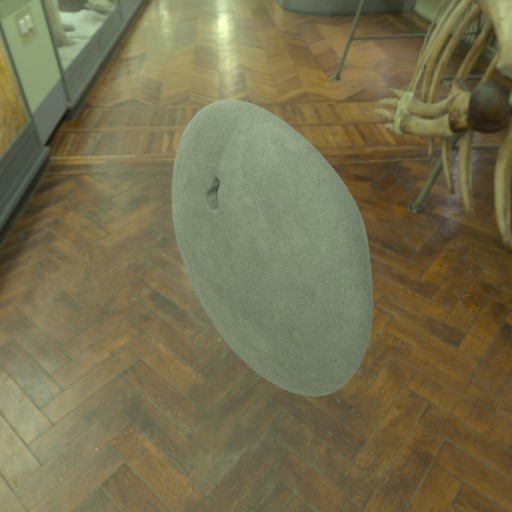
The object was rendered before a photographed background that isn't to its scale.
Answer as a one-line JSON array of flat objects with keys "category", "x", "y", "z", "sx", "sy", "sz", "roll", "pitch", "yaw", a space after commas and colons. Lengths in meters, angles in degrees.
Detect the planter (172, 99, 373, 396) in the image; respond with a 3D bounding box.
[{"category": "planter", "x": 0.000, "y": 0.000, "z": 0.280, "sx": 0.071, "sy": 0.188, "sz": 0.185, "roll": -24, "pitch": 45, "yaw": -26}]
